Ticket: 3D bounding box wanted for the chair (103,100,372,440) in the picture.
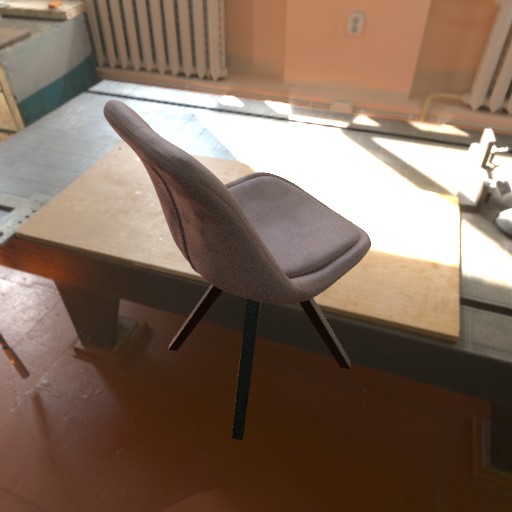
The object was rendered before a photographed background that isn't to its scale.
[{"bbox_3d":[0.000,0.000,1.164,0.547,0.865,0.483,-26,47,-26],"label":"chair"}]
